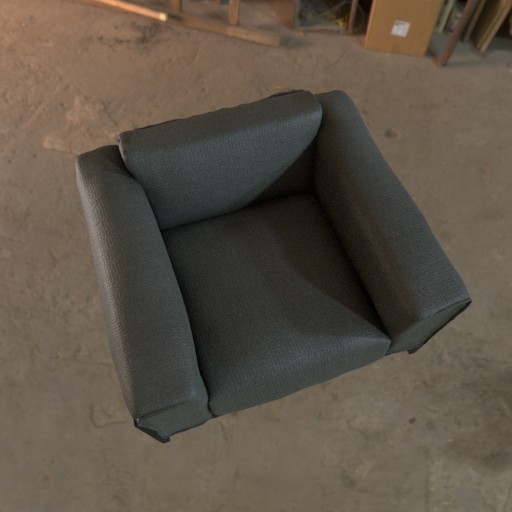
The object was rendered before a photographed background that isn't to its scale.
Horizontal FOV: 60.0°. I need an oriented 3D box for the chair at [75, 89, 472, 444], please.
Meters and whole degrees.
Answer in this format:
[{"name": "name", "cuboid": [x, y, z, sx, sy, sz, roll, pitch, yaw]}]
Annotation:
[{"name": "chair", "cuboid": [0.000, 0.000, 1.616, 1.056, 0.646, 0.969, -17, 63, -9]}]
